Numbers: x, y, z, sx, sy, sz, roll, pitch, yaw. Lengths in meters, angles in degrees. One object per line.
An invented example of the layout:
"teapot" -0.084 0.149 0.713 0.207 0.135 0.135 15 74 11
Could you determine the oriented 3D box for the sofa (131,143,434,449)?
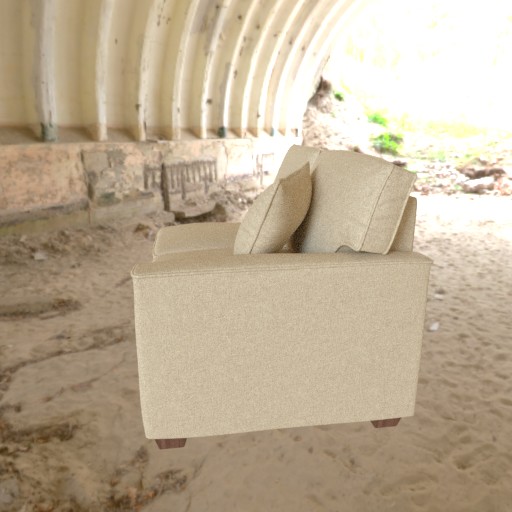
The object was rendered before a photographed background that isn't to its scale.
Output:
"sofa" 0.000 0.000 2.073 0.991 0.989 1.388 -2 16 -8
